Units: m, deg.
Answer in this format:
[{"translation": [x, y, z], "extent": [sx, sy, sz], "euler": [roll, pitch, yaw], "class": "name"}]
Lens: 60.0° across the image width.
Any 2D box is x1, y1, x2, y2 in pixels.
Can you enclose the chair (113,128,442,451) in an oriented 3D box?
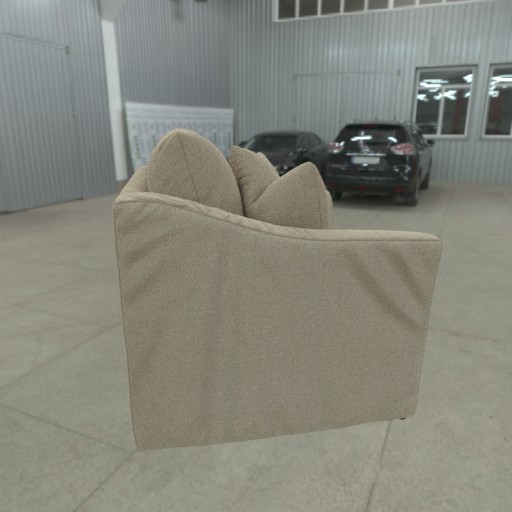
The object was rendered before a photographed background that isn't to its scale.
[{"translation": [0.000, 0.000, 1.983], "extent": [1.071, 1.093, 1.194], "euler": [-3, 17, -10], "class": "chair"}]
